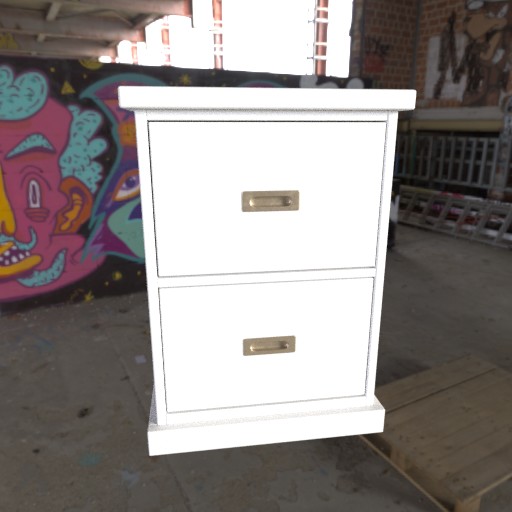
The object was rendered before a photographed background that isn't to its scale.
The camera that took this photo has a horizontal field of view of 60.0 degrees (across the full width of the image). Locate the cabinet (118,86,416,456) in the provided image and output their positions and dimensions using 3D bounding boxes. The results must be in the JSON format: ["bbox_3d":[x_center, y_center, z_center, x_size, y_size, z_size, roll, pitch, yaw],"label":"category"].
[{"bbox_3d":[0.000,0.000,1.063,0.520,0.723,0.431,-2,16,-8],"label":"cabinet"}]
